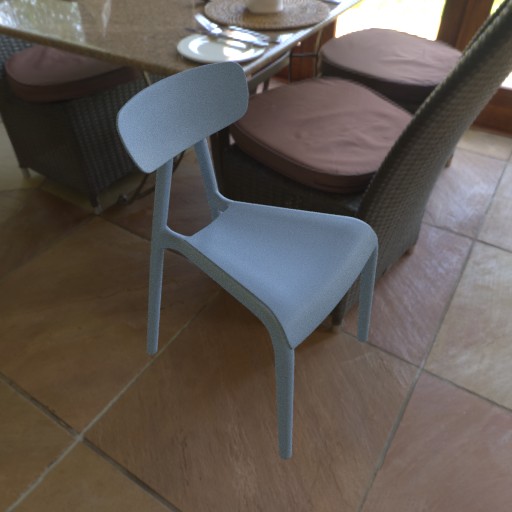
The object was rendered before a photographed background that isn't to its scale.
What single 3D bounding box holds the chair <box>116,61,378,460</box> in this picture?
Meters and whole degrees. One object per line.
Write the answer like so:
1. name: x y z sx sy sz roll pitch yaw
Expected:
1. chair: 0.000 0.000 0.830 0.401 0.580 0.356 26 49 25
